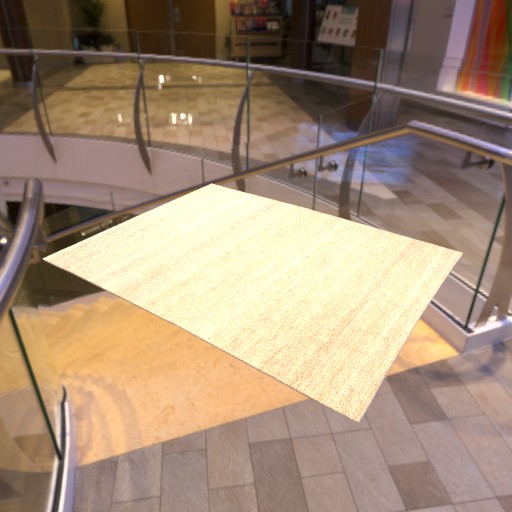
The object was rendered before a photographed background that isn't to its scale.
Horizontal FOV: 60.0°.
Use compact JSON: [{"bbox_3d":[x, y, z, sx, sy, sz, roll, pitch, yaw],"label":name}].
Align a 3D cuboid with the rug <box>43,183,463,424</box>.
[{"bbox_3d":[0.000,0.000,4.263,3.245,0.046,2.467,20,35,30],"label":"rug"}]
